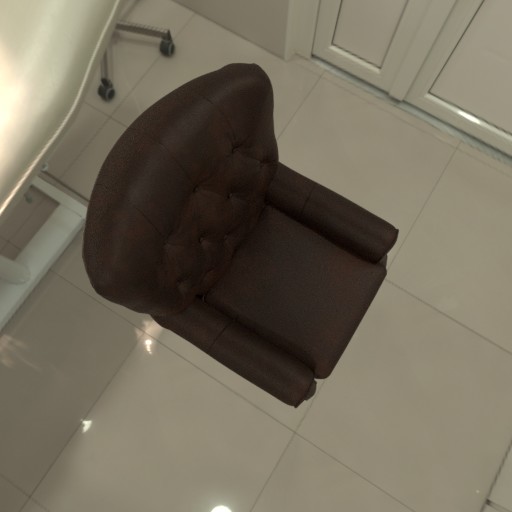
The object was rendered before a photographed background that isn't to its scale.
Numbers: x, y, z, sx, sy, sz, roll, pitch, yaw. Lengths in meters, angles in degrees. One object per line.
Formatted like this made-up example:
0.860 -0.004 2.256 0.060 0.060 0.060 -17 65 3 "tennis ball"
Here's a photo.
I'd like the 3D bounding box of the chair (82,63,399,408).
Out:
0.000 0.000 1.894 1.058 1.158 0.948 31 77 8 "chair"
